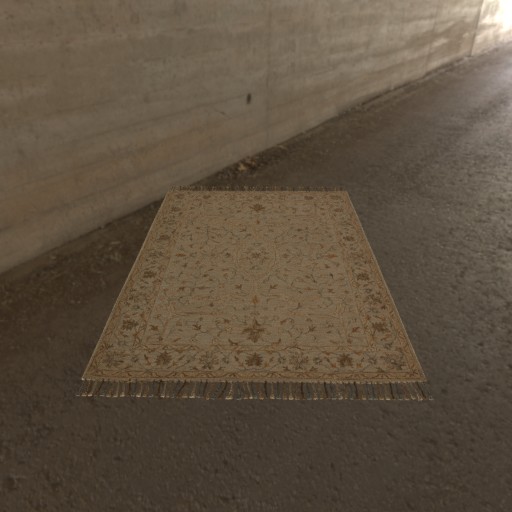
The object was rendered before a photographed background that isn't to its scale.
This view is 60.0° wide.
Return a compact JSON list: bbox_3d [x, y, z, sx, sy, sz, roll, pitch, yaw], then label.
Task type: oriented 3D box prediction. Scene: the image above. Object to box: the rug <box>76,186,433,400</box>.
[{"bbox_3d":[0.000,0.000,2.280,1.218,0.017,1.861,0,31,1],"label":"rug"}]
